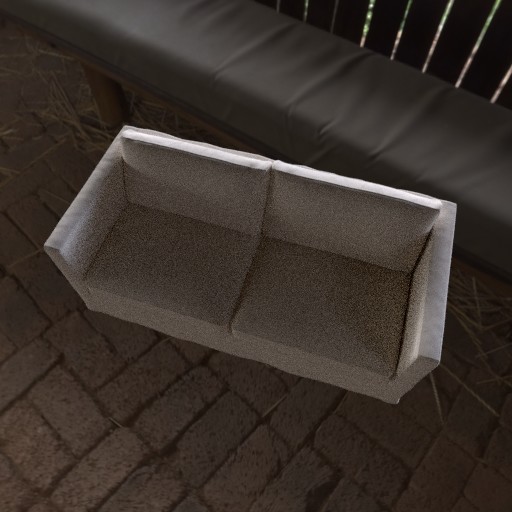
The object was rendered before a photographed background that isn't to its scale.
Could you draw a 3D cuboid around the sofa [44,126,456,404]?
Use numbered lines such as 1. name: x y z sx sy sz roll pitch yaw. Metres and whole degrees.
1. sofa: 0.000 0.000 2.532 1.987 0.870 0.940 15 60 9
